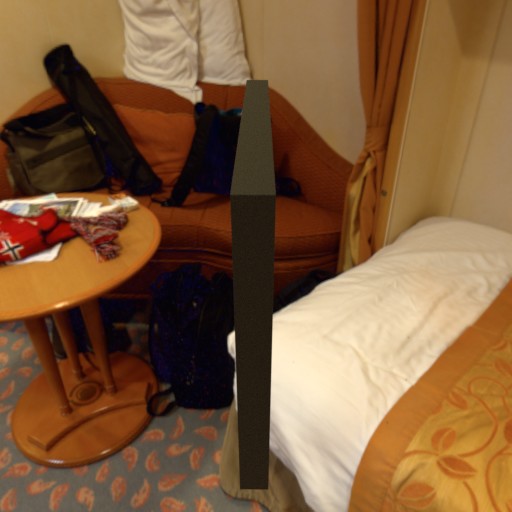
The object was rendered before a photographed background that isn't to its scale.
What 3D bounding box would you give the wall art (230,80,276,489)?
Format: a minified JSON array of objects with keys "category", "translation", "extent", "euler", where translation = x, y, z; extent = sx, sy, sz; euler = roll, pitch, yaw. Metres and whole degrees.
[{"category":"wall art","translation":[0.000,0.000,0.531],"extent":[0.029,0.330,0.381],"euler":[0,32,0]}]
